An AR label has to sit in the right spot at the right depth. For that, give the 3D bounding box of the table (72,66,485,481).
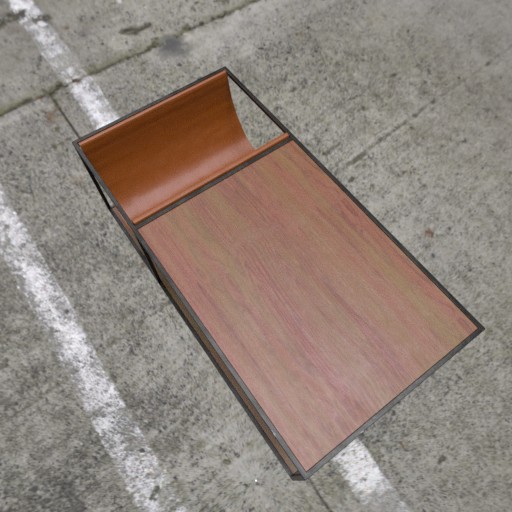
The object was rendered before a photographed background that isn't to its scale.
[{"bbox_3d":[0.000,0.000,1.461,0.597,0.403,1.199,-33,68,-15],"label":"table"}]
